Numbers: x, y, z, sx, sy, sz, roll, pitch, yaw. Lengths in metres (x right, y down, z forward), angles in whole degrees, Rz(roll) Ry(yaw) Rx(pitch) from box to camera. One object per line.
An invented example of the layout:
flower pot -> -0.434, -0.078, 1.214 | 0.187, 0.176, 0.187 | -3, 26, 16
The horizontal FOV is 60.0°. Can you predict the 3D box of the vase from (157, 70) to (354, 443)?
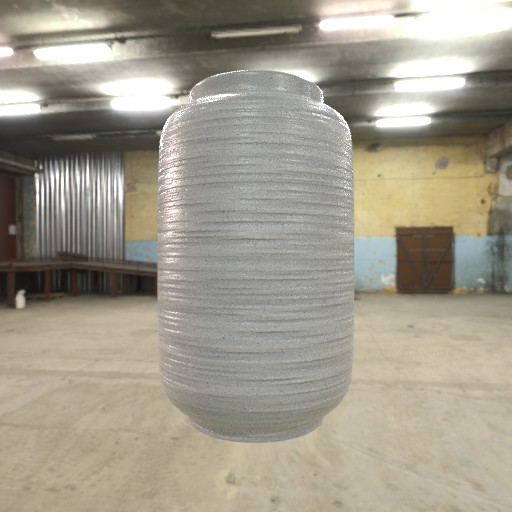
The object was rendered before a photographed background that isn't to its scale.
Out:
vase -> 0.000, 0.000, 0.466 | 0.202, 0.335, 0.202 | 0, 0, 0
